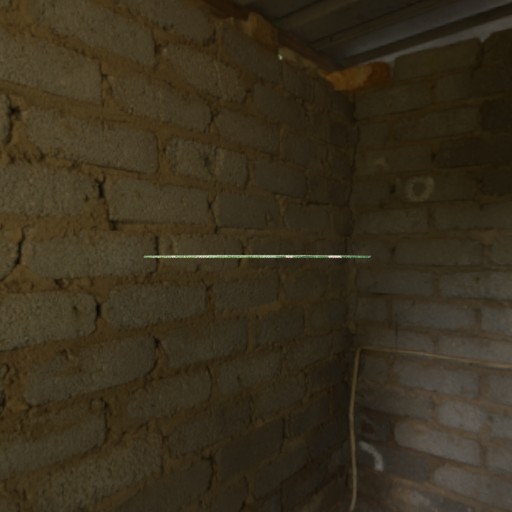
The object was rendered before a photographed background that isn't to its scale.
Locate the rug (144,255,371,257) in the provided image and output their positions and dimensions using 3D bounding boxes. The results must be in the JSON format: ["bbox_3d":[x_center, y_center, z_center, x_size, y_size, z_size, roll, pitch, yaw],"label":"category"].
[{"bbox_3d":[0.000,0.000,2.698,0.761,0.006,2.438,0,0,0],"label":"rug"}]
